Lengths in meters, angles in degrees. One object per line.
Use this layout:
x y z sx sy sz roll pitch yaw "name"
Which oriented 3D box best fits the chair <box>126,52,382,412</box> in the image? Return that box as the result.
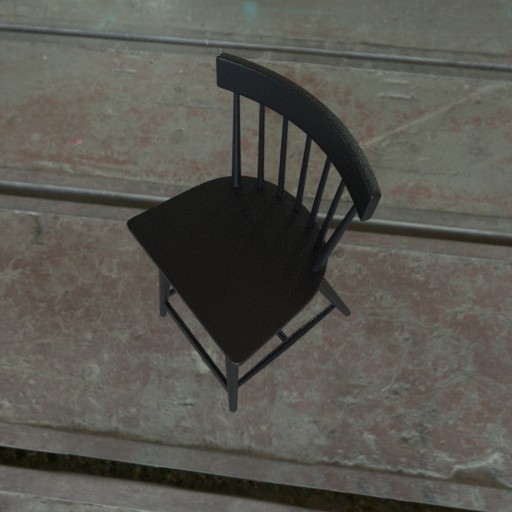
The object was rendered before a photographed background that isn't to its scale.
0.000 0.000 1.250 0.572 0.952 0.483 -35 68 -17 "chair"
